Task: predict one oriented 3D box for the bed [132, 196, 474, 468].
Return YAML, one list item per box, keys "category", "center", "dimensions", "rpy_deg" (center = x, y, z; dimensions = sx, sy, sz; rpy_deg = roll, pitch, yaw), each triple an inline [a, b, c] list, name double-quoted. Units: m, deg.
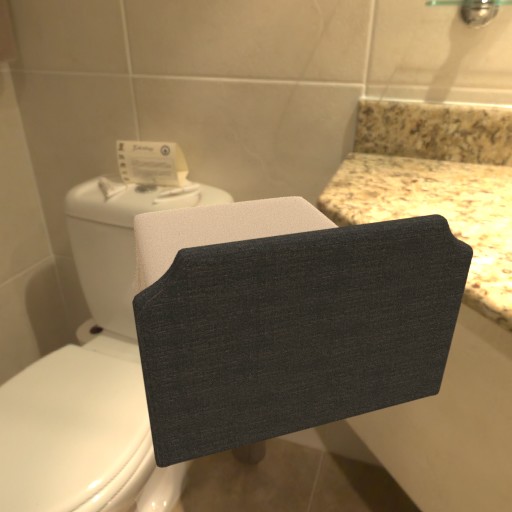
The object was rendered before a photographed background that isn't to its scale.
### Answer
- category: "bed"
  center: [0.000, 0.000, 3.283]
  dimensions: [1.828, 1.297, 2.208]
  rpy_deg: [-8, 29, -16]
